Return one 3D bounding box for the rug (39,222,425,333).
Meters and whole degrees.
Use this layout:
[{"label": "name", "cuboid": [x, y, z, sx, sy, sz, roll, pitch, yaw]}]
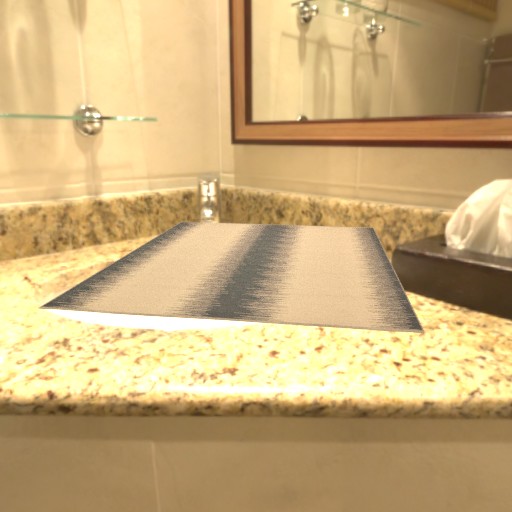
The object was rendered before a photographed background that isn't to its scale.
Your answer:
[{"label": "rug", "cuboid": [0.000, 0.000, 4.184, 2.453, 0.004, 3.037, 2, 16, 8]}]
